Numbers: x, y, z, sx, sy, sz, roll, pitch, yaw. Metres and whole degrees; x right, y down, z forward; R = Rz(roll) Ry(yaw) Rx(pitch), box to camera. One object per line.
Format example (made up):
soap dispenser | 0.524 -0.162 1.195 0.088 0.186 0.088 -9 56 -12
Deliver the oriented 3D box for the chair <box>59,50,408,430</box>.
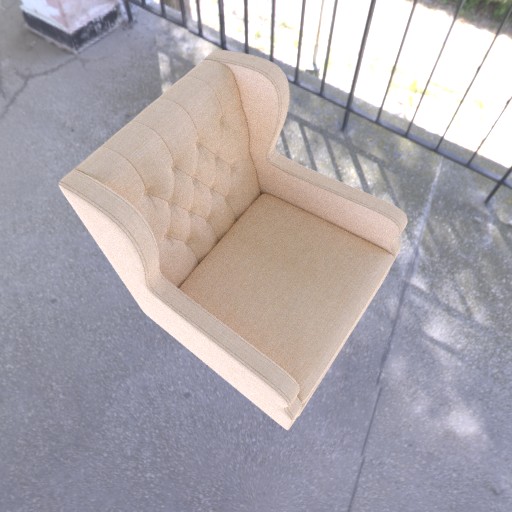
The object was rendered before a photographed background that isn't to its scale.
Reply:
chair | 0.000 0.000 1.460 0.760 0.930 0.710 31 65 17
